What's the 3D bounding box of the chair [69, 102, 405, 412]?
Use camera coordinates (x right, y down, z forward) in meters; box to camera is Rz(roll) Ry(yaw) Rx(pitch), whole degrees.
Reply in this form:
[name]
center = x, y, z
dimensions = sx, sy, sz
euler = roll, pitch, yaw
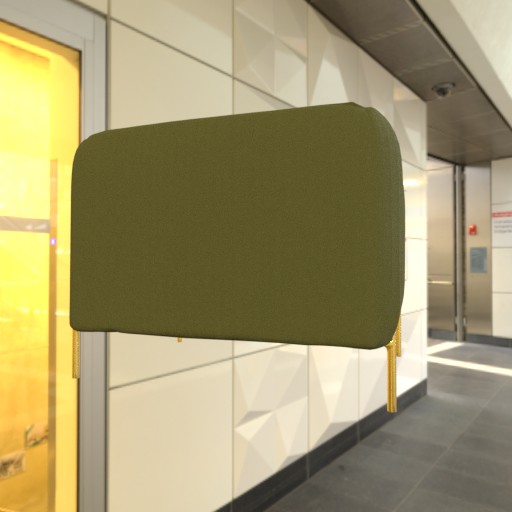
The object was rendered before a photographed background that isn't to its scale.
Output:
[chair]
center = 0.000, 0.000, 1.623
dimensions = 1.032, 0.794, 0.877
euler = 0, -1, 19
